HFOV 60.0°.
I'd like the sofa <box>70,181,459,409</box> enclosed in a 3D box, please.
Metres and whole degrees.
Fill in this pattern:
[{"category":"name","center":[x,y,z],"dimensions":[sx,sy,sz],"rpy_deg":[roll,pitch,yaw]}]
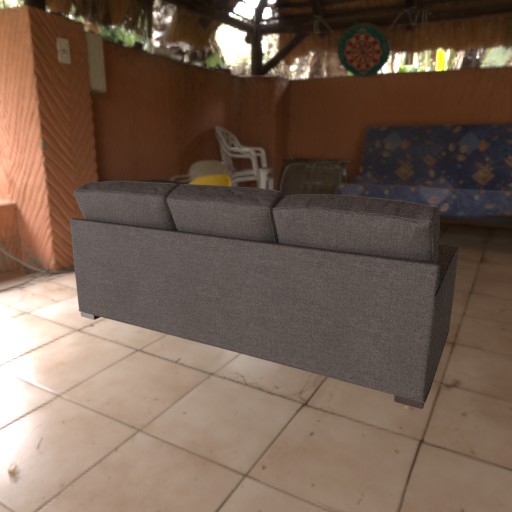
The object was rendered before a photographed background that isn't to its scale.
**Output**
[{"category":"sofa","center":[0.000,0.000,2.929],"dimensions":[2.369,0.978,1.004],"rpy_deg":[8,17,28]}]
